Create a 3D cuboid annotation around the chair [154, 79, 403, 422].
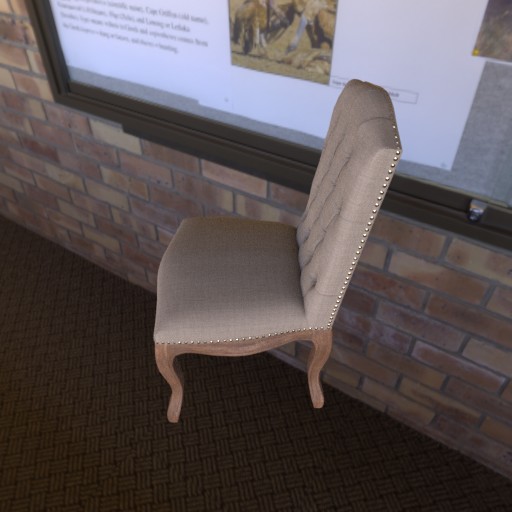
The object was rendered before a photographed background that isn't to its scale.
[{"bbox_3d":[0.000,0.000,1.591,0.731,1.191,0.637,1,40,1],"label":"chair"}]
